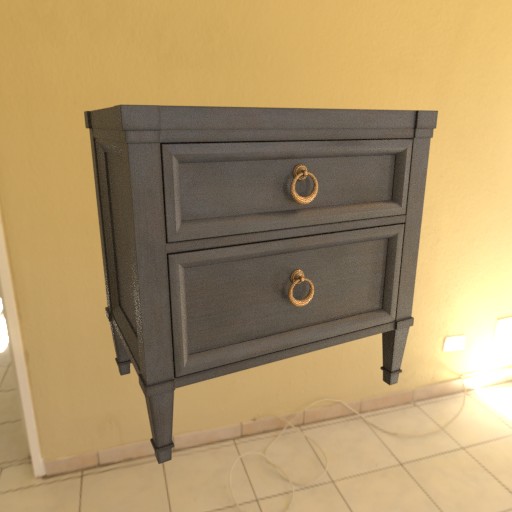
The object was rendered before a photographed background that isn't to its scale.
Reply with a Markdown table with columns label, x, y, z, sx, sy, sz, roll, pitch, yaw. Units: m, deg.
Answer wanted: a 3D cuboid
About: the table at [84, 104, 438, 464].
| label | x | y | z | sx | sy | sz | roll | pitch | yaw |
| --- | --- | --- | --- | --- | --- | --- | --- | --- | --- |
| table | 0.000 | 0.000 | 1.061 | 0.660 | 0.660 | 0.413 | -8 | 18 | -26 |
